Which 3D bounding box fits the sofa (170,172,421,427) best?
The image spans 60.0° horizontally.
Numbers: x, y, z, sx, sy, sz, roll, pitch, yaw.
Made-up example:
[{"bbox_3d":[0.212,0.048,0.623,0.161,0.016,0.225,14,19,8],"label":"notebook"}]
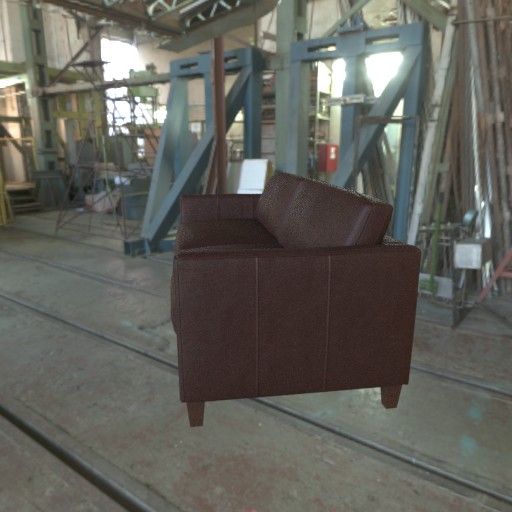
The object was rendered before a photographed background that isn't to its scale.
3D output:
[{"bbox_3d":[0.000,0.000,2.514,0.923,0.863,1.971,-2,14,-9],"label":"sofa"}]
